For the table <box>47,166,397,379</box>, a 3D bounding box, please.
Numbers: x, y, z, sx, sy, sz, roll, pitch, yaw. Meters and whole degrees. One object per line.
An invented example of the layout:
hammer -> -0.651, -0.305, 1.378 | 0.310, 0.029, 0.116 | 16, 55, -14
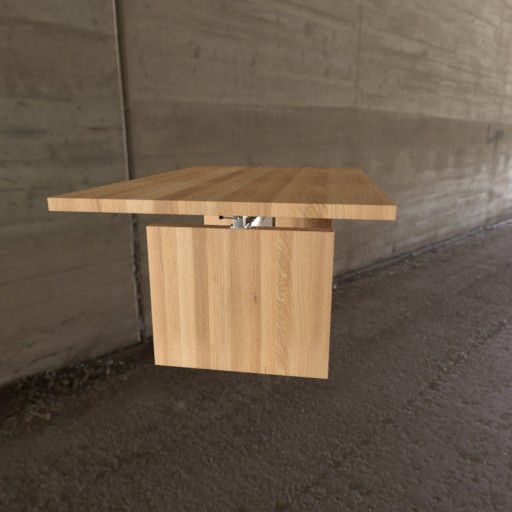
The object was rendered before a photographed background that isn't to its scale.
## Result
table -> 0.000, 0.000, 1.455 | 0.700, 0.510, 1.100 | 2, 15, 9
